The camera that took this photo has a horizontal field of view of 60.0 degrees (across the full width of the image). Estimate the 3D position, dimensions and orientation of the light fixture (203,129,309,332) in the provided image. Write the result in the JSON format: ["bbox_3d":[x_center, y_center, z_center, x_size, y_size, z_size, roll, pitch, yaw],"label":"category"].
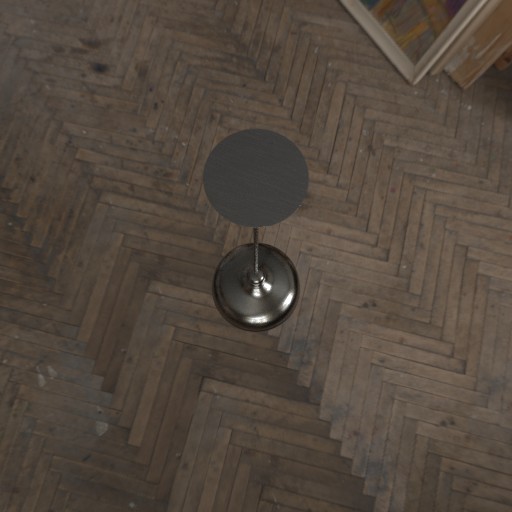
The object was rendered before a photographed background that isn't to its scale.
[{"bbox_3d":[0.000,0.000,1.050,0.299,0.935,0.299,20,78,4],"label":"light fixture"}]
